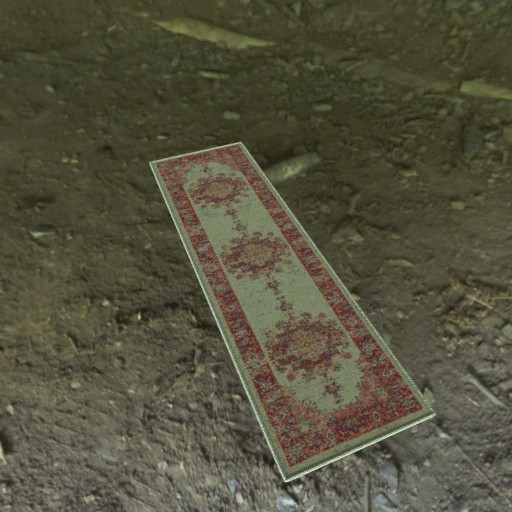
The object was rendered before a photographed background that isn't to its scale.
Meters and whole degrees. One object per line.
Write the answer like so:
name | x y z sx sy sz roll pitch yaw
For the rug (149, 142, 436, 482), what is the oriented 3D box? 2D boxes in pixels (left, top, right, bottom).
rug | 0.000 0.000 1.994 0.562 0.009 1.824 -16 48 -15
